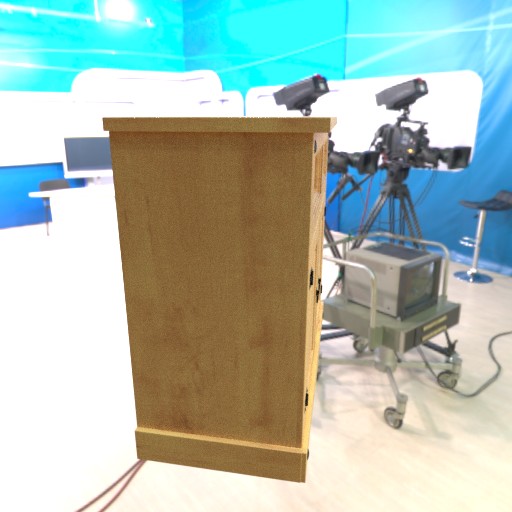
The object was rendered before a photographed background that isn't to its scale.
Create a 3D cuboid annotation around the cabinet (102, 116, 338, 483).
[{"bbox_3d":[0.000,0.000,1.400,0.450,0.840,0.920,3,18,10],"label":"cabinet"}]
